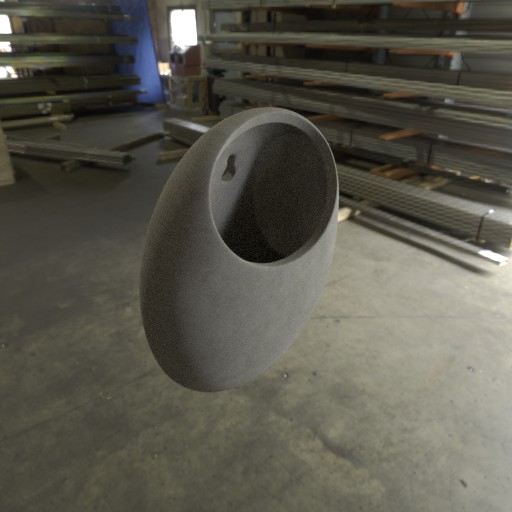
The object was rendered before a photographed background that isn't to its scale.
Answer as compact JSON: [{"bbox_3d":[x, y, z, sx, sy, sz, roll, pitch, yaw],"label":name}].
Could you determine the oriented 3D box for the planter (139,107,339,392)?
[{"bbox_3d":[0.000,0.000,0.294,0.071,0.188,0.185,19,33,33],"label":"planter"}]
